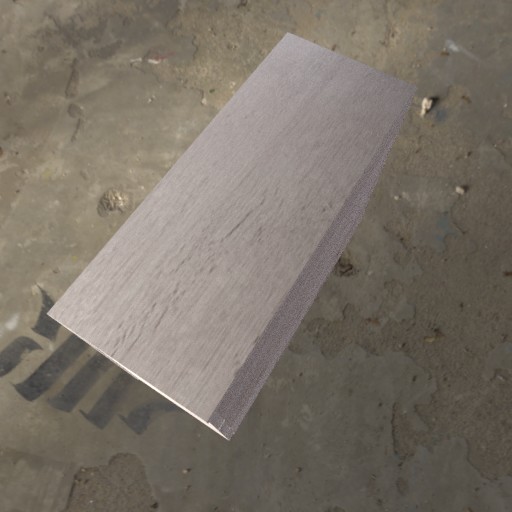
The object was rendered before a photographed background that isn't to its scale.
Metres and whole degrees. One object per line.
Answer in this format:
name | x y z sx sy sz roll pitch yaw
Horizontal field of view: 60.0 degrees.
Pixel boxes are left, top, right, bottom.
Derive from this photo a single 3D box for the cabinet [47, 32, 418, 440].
cabinet | 0.000 0.000 1.470 0.420 0.820 1.040 29 68 13
